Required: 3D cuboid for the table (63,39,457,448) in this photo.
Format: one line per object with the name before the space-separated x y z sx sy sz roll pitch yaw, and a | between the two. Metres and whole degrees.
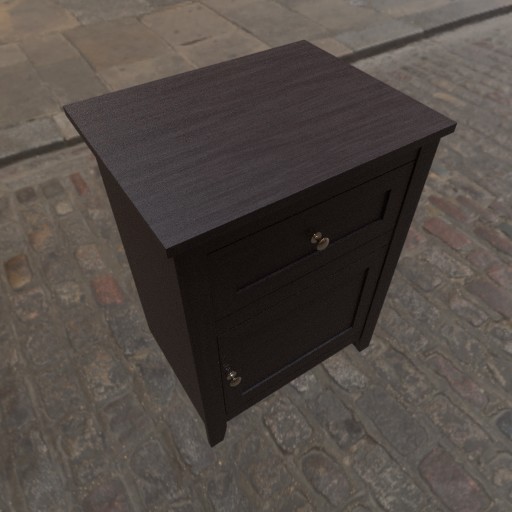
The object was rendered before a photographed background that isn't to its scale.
table | 0.000 0.000 0.912 0.480 0.635 0.381 -26 52 -22
